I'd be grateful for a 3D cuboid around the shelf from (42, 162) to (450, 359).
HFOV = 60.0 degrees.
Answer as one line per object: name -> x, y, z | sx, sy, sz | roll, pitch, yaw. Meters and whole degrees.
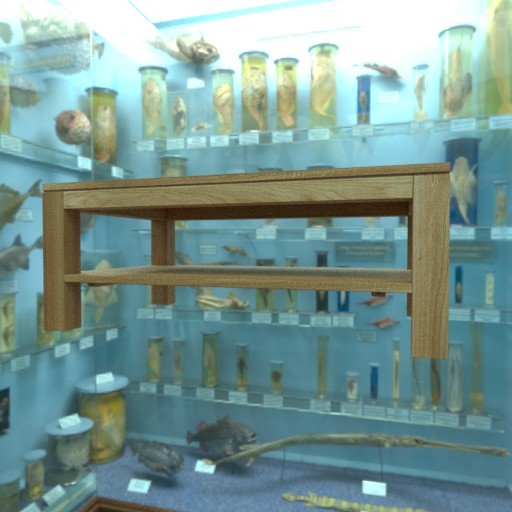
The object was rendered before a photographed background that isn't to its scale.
shelf -> 0.000, 0.000, 1.518 | 1.150, 0.450, 0.700 | 0, 1, 18
